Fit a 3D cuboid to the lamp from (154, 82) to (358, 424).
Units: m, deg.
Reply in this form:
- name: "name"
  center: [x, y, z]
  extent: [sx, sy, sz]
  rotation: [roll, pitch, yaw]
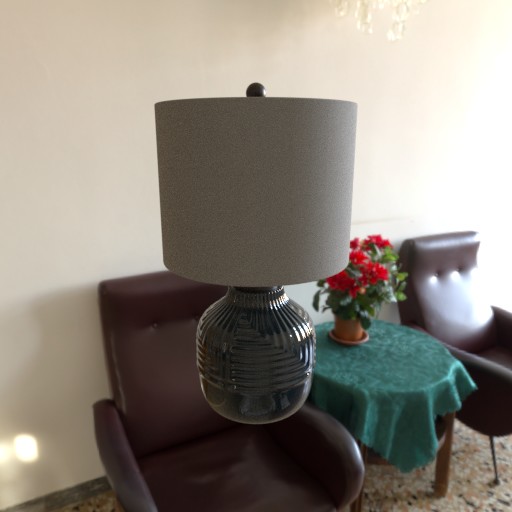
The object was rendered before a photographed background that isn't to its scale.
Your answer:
- name: "lamp"
  center: [0.000, 0.000, 0.774]
  extent: [0.318, 0.567, 0.318]
  rotation: [0, 15, 0]
